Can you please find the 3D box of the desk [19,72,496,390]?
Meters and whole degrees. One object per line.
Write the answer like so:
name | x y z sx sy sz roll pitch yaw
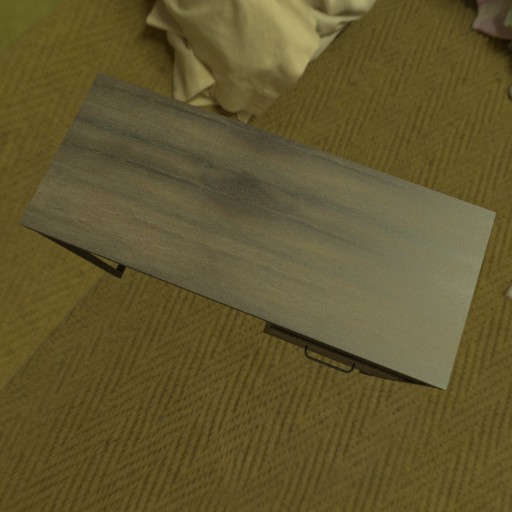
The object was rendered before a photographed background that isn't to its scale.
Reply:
desk | 0.000 0.000 1.503 1.134 0.752 0.511 21 78 5
